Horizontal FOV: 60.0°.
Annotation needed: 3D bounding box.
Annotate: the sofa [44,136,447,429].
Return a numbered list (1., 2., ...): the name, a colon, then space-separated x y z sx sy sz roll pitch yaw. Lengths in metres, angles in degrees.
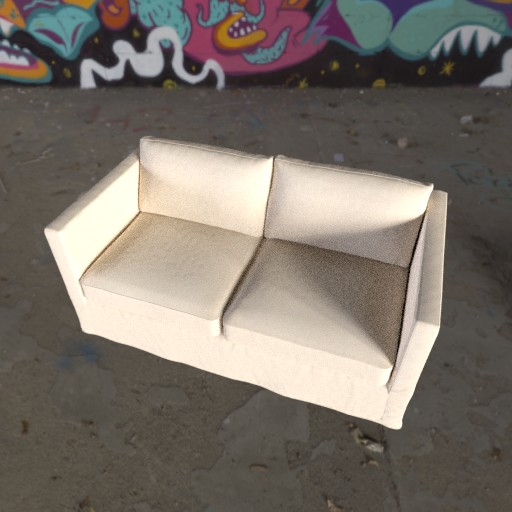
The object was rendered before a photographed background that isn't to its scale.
1. sofa: 0.000 0.000 2.295 1.746 0.834 0.962 13 43 15
